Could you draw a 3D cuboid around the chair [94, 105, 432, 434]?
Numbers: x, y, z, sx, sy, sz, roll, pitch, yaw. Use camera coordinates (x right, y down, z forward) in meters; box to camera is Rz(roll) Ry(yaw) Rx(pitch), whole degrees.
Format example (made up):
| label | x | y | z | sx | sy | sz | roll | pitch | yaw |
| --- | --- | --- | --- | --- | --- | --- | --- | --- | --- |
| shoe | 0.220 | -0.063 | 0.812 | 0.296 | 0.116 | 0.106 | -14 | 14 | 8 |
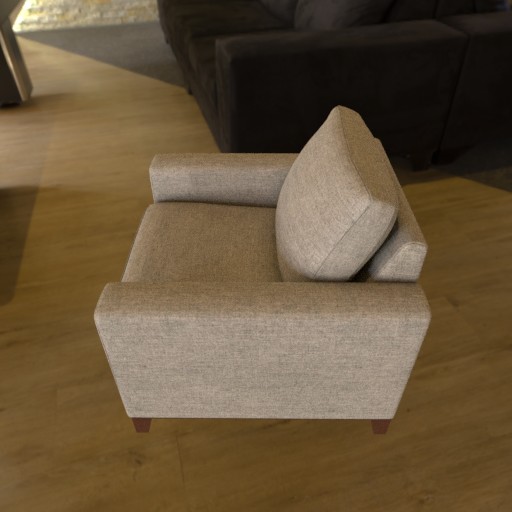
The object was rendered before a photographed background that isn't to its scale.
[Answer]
| label | x | y | z | sx | sy | sz | roll | pitch | yaw |
| --- | --- | --- | --- | --- | --- | --- | --- | --- | --- |
| chair | 0.000 | 0.000 | 1.802 | 1.038 | 1.010 | 1.024 | 0 | 40 | 0 |
